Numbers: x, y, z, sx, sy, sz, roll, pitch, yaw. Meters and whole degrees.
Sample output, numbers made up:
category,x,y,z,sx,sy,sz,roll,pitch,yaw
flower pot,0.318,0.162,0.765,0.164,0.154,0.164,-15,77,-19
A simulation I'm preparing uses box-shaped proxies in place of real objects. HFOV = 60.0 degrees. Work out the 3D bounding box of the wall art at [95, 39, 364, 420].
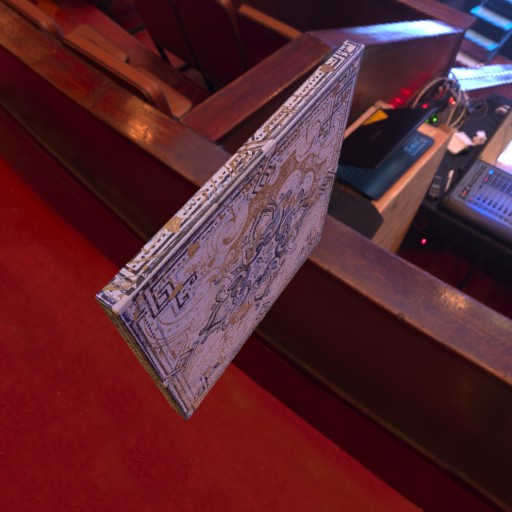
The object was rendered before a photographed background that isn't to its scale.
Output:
category,x,y,z,sx,sy,sz,roll,pitch,yaw
wall art,0.000,0.000,0.897,0.036,0.607,0.609,31,63,17
